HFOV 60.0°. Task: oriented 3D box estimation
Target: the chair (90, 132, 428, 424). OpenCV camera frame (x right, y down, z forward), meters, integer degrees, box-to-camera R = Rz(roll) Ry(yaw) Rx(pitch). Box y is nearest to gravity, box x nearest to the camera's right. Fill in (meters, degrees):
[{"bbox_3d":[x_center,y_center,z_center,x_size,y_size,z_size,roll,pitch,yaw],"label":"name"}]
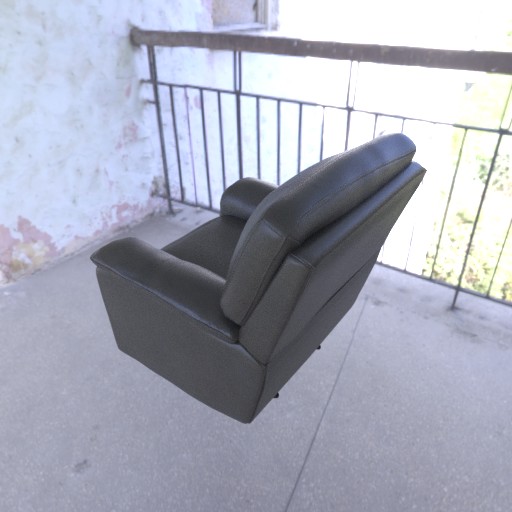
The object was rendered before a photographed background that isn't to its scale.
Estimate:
[{"bbox_3d":[0.000,0.000,2.011,1.087,1.109,1.096,21,37,30],"label":"chair"}]
